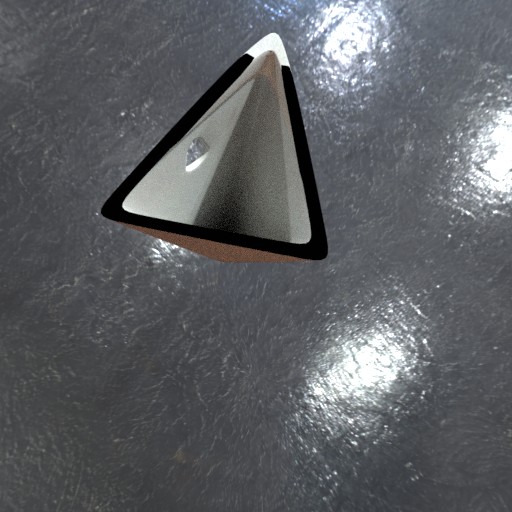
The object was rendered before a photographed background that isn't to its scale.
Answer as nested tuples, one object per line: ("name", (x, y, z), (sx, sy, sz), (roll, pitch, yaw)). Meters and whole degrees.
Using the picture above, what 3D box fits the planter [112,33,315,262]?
("planter", (0.000, 0.000, 0.155), (0.047, 0.130, 0.058), (42, 79, 10))
